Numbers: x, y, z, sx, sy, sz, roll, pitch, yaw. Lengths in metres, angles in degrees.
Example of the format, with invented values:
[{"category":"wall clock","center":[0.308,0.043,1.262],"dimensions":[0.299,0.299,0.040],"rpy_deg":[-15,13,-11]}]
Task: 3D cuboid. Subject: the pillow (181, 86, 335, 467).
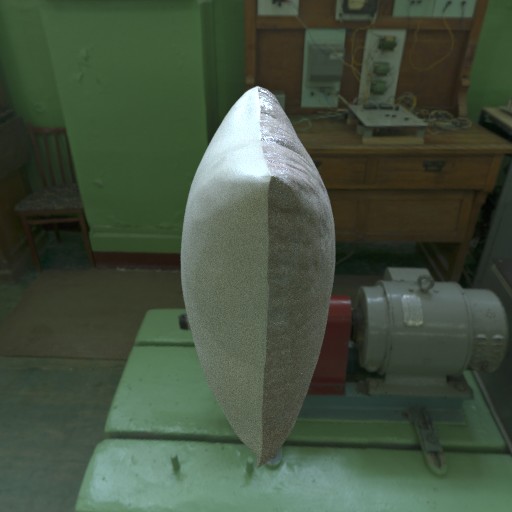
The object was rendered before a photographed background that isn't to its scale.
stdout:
[{"category":"pillow","center":[0.000,0.000,0.720],"dimensions":[0.245,0.448,0.450],"rpy_deg":[0,31,0]}]
